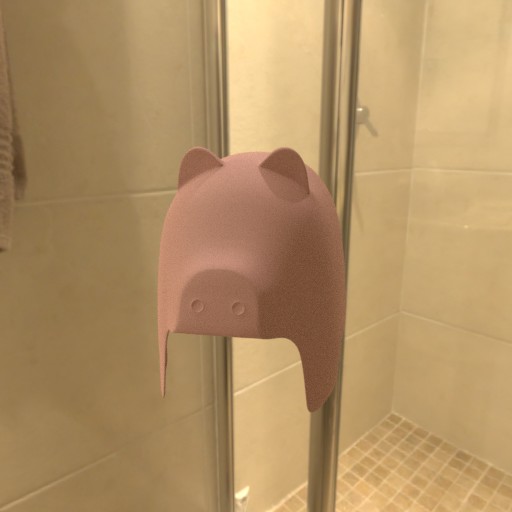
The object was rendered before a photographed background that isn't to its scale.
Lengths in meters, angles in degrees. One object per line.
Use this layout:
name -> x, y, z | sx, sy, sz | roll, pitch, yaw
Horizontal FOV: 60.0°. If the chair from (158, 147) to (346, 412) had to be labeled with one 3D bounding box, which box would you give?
chair -> 0.000, 0.000, 0.879 | 0.364, 0.423, 0.619 | 2, 15, 9
